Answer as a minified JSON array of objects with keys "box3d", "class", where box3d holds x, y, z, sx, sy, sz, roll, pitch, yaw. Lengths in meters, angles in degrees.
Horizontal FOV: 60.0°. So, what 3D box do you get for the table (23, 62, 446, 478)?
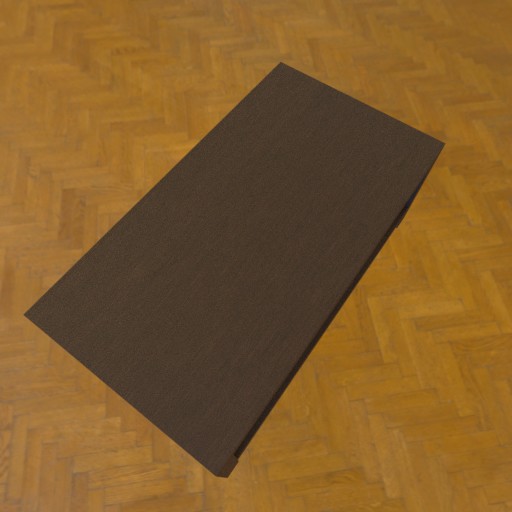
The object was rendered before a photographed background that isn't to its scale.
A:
[{"box3d":[0.000,0.000,1.387,0.597,0.424,1.099,33,68,16],"class":"table"}]
